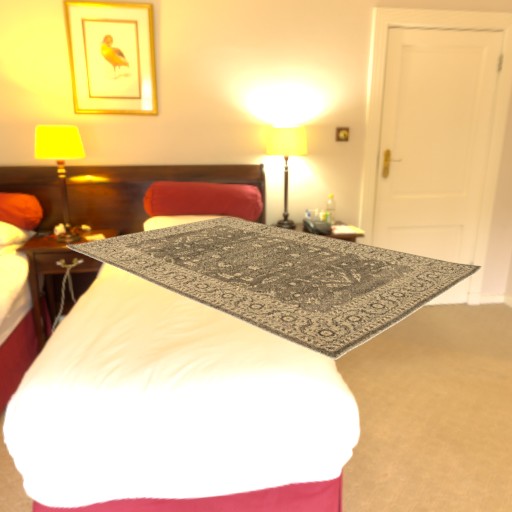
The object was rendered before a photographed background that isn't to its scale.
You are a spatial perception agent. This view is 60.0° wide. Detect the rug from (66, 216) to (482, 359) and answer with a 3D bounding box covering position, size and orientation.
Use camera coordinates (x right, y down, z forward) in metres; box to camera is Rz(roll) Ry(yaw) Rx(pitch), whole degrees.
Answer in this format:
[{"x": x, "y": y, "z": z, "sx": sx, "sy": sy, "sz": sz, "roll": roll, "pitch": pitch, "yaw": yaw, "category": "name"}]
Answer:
[{"x": 0.000, "y": 0.000, "z": 2.300, "sx": 1.828, "sy": 0.019, "sz": 1.209, "roll": 15, "pitch": 22, "yaw": 42, "category": "rug"}]
